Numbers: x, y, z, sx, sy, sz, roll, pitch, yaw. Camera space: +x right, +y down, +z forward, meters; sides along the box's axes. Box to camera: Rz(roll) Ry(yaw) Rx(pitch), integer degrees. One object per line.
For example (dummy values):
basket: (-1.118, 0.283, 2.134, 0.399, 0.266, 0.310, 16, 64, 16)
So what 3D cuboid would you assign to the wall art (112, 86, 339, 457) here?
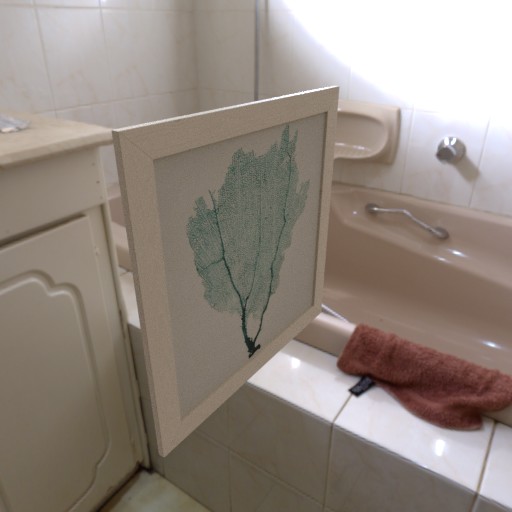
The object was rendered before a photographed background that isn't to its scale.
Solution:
wall art: (0.000, 0.000, 0.872, 0.015, 0.577, 0.572, 19, 33, 32)
